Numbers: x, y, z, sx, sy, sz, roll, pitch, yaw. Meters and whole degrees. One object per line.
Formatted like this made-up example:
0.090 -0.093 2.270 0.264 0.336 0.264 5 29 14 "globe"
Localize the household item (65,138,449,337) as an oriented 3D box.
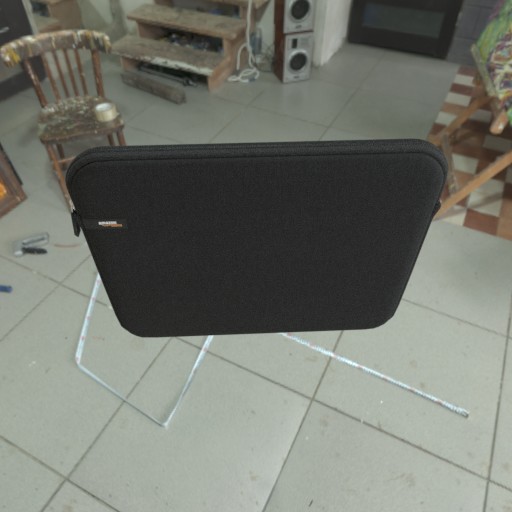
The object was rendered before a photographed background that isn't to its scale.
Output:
0.000 0.000 0.529 0.396 0.305 0.030 -2 46 -2 "household item"
